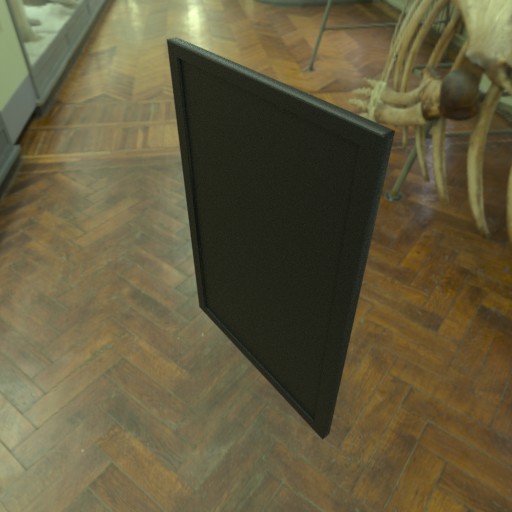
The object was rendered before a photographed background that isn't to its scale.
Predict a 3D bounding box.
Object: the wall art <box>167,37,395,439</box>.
[{"bbox_3d":[0.000,0.000,0.541,0.013,0.431,0.303,-27,48,-28],"label":"wall art"}]
